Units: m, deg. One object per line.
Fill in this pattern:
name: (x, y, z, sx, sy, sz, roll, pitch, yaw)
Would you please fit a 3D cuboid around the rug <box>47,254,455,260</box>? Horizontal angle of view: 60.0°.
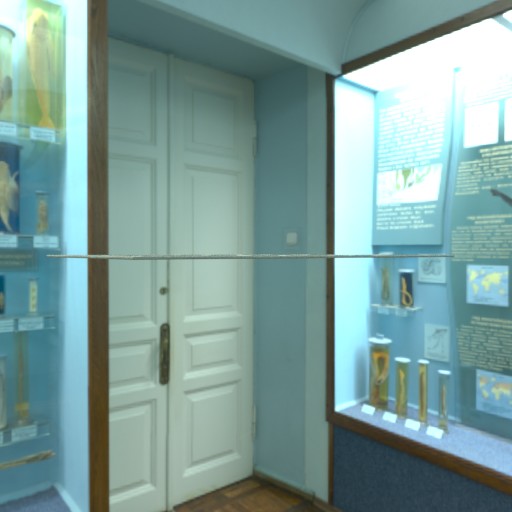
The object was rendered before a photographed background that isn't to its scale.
rug: (0.000, 0.000, 2.971, 2.290, 0.014, 1.526, 0, 0, -37)
